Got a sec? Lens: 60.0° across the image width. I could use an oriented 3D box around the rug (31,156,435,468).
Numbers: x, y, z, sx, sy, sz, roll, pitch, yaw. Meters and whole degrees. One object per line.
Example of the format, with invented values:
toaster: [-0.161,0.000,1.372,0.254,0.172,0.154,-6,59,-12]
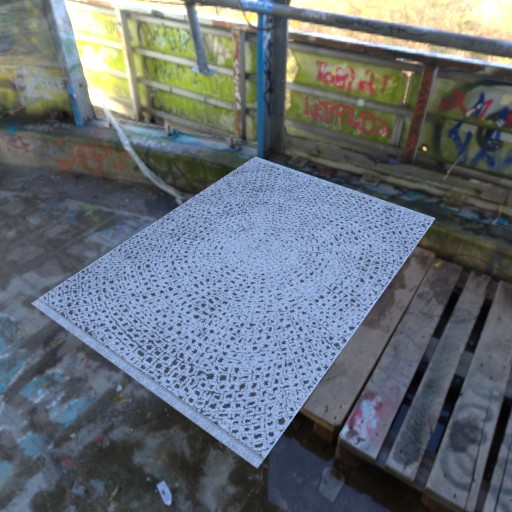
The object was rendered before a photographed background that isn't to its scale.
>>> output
rug: [0.000,0.000,2.132,1.190,0.003,1.634,25,46,27]
